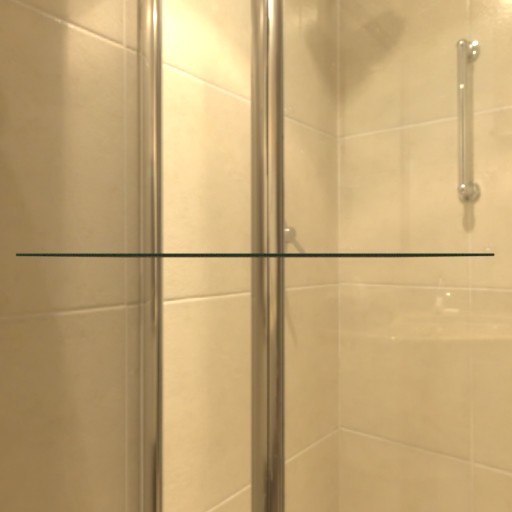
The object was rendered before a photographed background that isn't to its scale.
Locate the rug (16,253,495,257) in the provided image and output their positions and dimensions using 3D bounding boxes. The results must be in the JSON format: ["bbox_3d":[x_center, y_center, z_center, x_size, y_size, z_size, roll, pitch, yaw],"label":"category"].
[{"bbox_3d":[0.000,0.000,2.844,2.213,0.013,1.594,0,0,1],"label":"rug"}]
